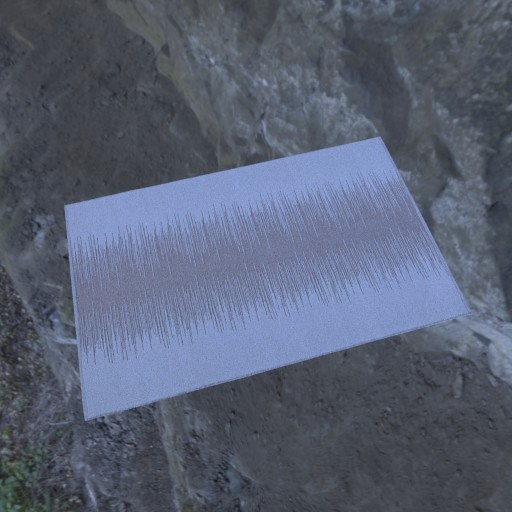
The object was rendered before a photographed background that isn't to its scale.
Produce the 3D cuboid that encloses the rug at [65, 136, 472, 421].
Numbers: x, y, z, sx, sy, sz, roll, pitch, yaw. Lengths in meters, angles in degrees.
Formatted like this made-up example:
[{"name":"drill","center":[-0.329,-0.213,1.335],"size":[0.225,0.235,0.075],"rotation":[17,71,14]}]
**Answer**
[{"name":"rug","center":[0.000,0.000,3.000],"size":[2.440,0.012,1.522],"rotation":[-14,64,-7]}]
